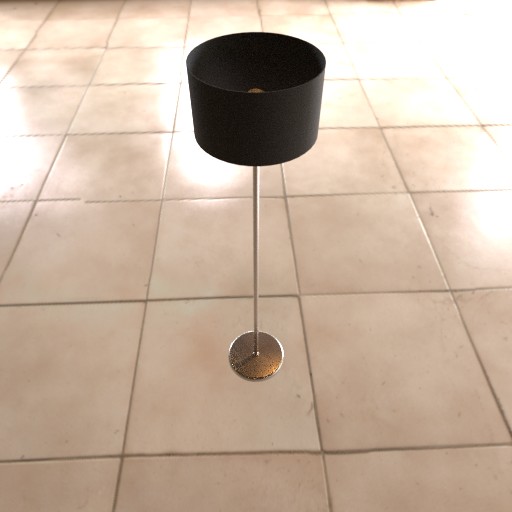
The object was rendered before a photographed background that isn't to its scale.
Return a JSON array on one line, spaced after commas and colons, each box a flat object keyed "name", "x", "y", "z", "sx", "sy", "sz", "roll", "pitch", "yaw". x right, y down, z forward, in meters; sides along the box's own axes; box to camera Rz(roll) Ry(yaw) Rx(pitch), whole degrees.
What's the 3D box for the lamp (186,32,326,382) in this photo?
[{"name": "lamp", "x": 0.000, "y": 0.000, "z": 1.633, "sx": 0.348, "sy": 1.443, "sz": 0.348, "roll": -3, "pitch": 47, "yaw": -2}]
